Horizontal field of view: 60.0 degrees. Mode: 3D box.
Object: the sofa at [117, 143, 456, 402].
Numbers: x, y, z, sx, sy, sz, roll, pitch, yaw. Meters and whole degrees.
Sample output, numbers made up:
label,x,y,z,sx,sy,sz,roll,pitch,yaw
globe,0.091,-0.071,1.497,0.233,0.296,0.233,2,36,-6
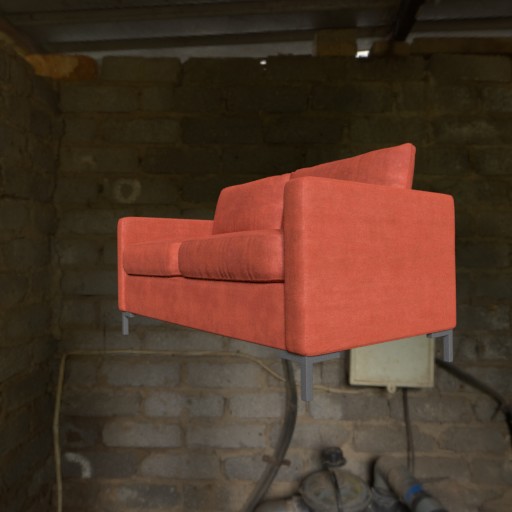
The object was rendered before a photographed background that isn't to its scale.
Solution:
label,x,y,z,sx,sy,sz,roll,pitch,yaw
sofa,0.000,0.000,2.149,0.864,0.896,1.574,0,0,-37
